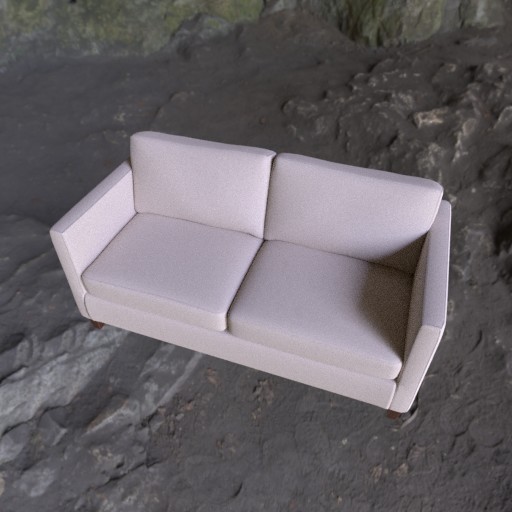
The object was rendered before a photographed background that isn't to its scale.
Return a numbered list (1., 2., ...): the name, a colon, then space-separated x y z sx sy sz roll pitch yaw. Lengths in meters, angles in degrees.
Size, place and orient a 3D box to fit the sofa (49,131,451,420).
1. sofa: 0.000 0.000 2.223 1.722 0.888 0.873 13 44 14
